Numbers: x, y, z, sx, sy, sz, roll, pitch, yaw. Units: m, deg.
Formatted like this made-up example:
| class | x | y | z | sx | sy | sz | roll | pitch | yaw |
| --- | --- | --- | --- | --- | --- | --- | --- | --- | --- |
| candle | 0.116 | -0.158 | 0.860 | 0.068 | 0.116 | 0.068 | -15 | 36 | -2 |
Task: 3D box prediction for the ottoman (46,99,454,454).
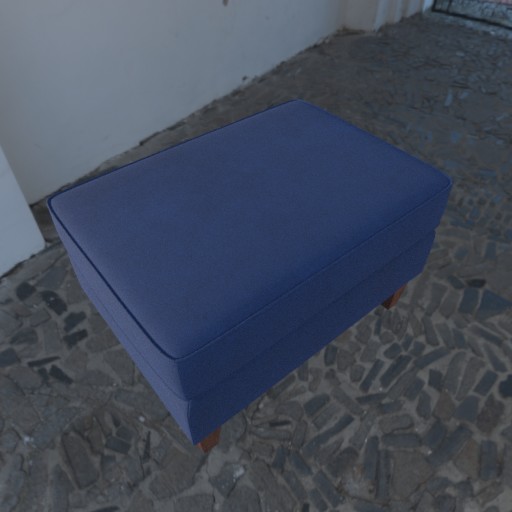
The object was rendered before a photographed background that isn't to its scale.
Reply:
| class | x | y | z | sx | sy | sz | roll | pitch | yaw |
| --- | --- | --- | --- | --- | --- | --- | --- | --- | --- |
| ottoman | 0.000 | 0.000 | 1.404 | 0.965 | 0.584 | 0.686 | -30 | 53 | -26 |
